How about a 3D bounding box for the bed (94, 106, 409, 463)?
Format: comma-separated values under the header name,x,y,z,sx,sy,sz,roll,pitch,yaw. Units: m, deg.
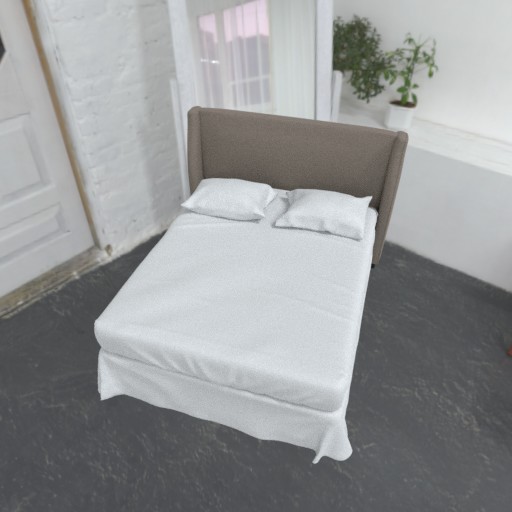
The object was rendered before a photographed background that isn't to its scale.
name,x,y,z,sx,sy,sz,roll,pitch,yaw
bed,0.000,0.000,3.411,1.925,1.332,2.276,11,41,13
